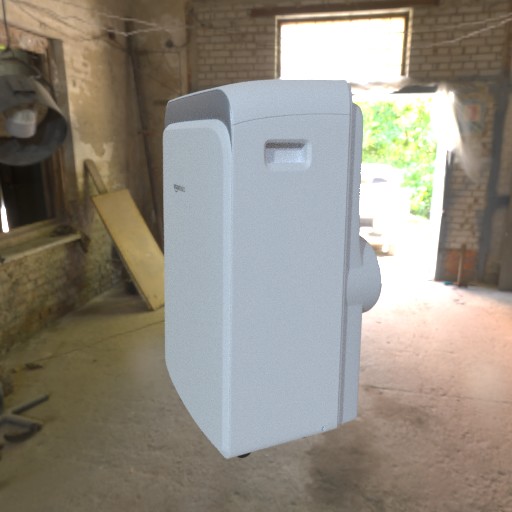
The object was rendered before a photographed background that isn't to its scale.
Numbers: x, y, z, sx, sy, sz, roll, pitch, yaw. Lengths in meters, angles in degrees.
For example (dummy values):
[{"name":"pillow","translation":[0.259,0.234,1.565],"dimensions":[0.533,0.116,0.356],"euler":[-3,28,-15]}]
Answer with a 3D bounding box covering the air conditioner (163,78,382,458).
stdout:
[{"name":"air conditioner","translation":[0.000,0.000,0.973],"dimensions":[0.365,0.700,0.454],"euler":[-7,16,-25]}]
